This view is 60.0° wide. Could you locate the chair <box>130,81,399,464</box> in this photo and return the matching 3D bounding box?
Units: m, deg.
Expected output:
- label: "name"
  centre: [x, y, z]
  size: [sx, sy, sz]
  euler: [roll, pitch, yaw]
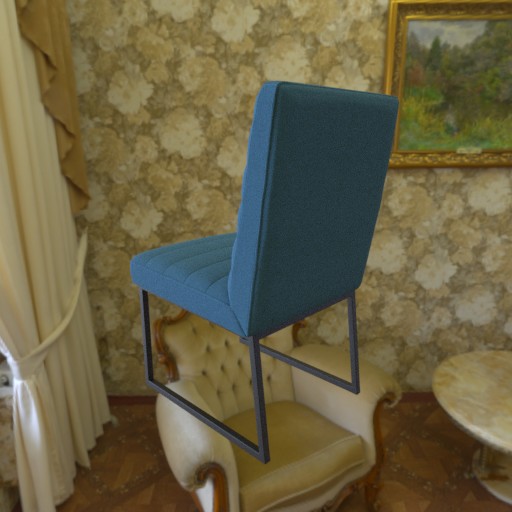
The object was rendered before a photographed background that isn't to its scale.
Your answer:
- label: "chair"
  centre: [0.000, 0.000, 1.354]
  size: [0.634, 0.930, 0.520]
  euler: [14, 21, 42]
